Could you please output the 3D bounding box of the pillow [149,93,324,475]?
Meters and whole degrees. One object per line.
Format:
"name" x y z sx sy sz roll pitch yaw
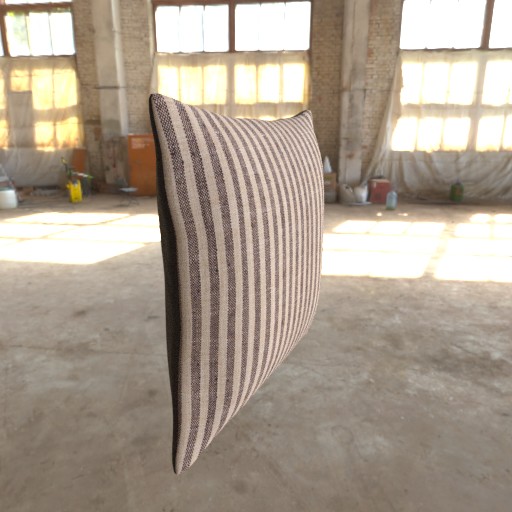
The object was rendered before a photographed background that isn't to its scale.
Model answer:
"pillow" 0.000 0.000 0.776 0.166 0.506 0.523 8 18 25
